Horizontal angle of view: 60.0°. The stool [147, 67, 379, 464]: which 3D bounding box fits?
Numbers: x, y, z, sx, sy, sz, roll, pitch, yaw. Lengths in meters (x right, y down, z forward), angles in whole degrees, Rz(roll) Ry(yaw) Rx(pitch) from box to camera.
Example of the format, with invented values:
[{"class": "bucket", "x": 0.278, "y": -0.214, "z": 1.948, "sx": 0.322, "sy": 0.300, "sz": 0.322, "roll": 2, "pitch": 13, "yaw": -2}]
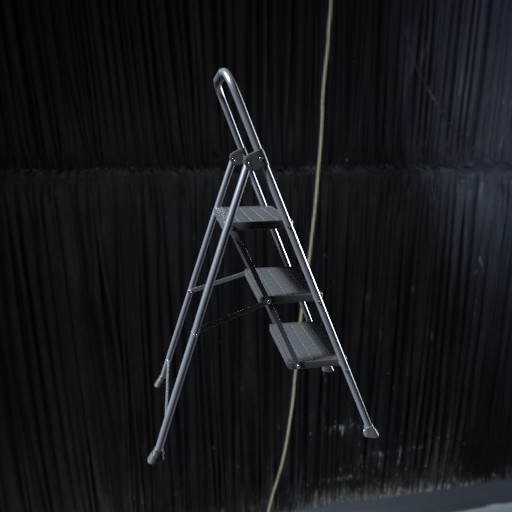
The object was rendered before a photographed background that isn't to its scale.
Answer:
[{"class": "stool", "x": 0.000, "y": 0.000, "z": 1.454, "sx": 0.733, "sy": 1.121, "sz": 0.473, "roll": -2, "pitch": 14, "yaw": -10}]
